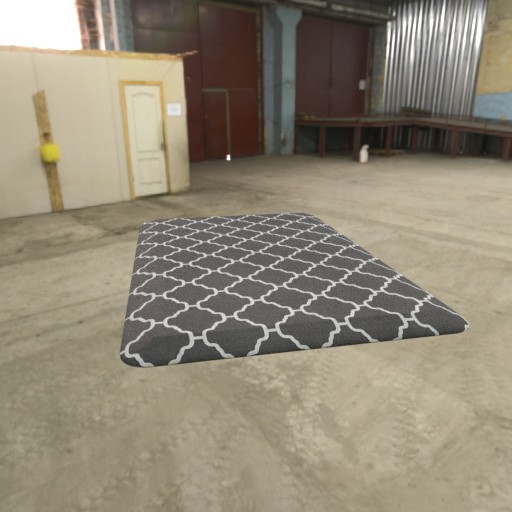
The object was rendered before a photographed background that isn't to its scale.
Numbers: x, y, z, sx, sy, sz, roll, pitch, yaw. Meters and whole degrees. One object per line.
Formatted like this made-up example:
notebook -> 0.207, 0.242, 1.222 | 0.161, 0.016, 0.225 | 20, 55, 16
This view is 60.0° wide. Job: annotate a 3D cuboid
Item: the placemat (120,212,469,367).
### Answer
placemat -> 0.000, 0.000, 0.946 | 0.508, 0.021, 0.762 | -4, 19, -11
